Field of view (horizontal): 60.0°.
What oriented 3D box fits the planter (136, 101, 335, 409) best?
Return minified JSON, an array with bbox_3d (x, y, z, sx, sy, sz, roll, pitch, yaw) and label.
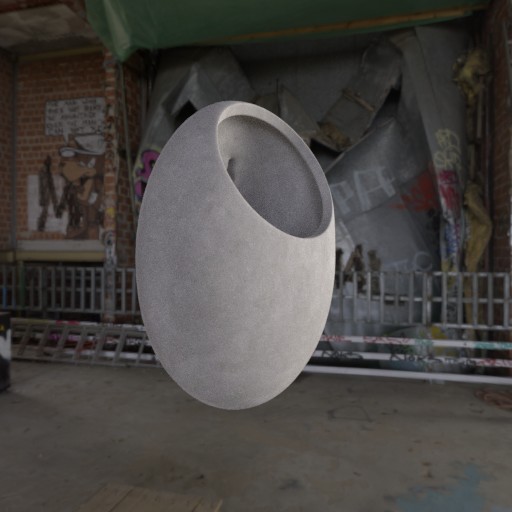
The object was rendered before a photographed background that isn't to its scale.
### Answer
[{"bbox_3d":[0.000,0.000,0.282,0.071,0.188,0.185,0,0,35],"label":"planter"}]
